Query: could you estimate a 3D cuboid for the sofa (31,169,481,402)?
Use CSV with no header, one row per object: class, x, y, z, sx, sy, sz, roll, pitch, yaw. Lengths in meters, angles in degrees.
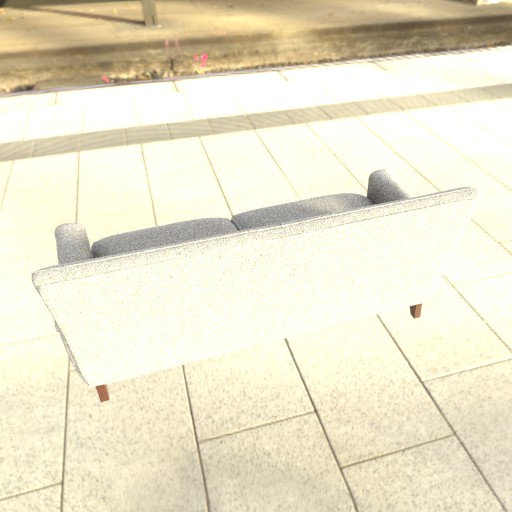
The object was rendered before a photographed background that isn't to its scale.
sofa,0.000,0.000,2.434,2.026,0.942,0.854,-12,42,-14
